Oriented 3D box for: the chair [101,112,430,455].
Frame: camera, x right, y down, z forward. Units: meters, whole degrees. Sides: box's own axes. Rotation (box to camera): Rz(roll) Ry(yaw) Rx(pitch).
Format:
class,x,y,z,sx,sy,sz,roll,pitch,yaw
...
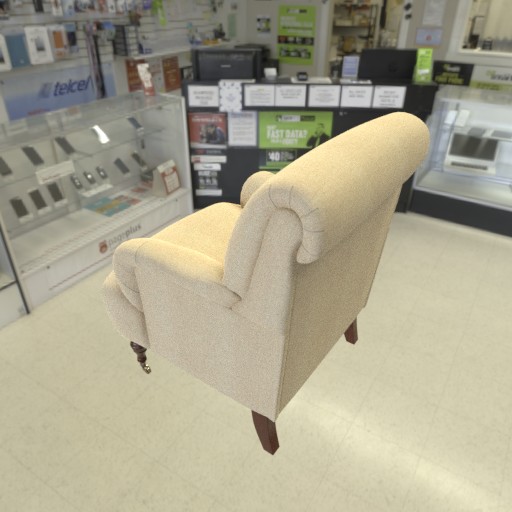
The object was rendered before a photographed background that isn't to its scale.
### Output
class,x,y,z,sx,sy,sz,roll,pitch,yaw
chair,0.000,0.000,1.520,0.842,0.944,0.766,20,37,29
